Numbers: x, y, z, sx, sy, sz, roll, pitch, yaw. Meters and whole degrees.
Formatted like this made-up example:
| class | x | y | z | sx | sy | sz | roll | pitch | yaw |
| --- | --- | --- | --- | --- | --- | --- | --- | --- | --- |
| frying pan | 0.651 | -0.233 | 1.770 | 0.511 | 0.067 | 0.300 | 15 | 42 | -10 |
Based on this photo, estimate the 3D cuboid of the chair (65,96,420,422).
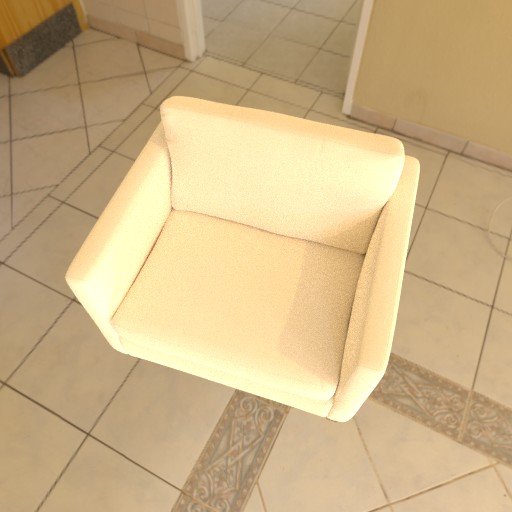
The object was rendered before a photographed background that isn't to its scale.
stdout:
| class | x | y | z | sx | sy | sz | roll | pitch | yaw |
| --- | --- | --- | --- | --- | --- | --- | --- | --- | --- |
| chair | 0.000 | 0.000 | 1.691 | 1.019 | 0.885 | 0.878 | 15 | 59 | 9 |
